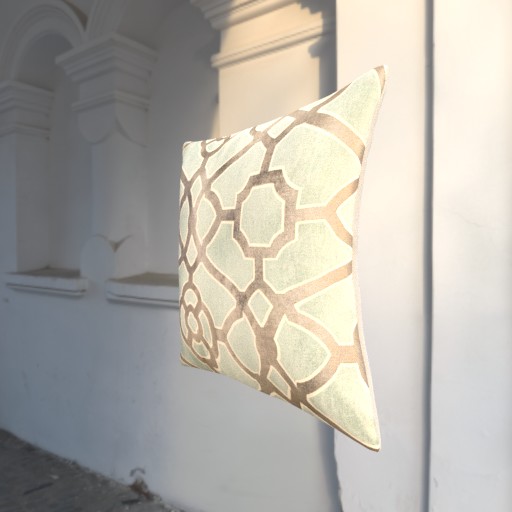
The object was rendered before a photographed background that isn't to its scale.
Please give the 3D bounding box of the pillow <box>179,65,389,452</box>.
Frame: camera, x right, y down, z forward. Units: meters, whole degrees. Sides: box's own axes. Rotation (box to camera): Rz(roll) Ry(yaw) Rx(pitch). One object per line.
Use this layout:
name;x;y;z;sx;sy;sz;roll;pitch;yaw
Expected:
pillow;0.000;0.000;0.797;0.166;0.508;0.552;-1;2;-37
